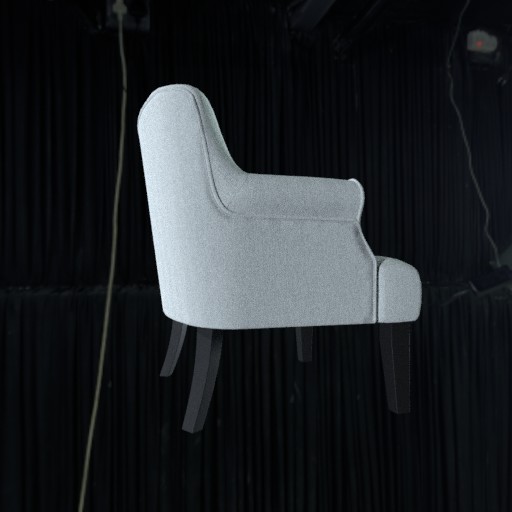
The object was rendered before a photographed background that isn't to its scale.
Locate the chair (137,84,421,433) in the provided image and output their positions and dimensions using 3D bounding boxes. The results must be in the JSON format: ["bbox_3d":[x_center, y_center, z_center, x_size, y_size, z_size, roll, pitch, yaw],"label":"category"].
[{"bbox_3d":[0.000,0.000,1.455,0.750,0.875,0.781,0,0,-18],"label":"chair"}]
